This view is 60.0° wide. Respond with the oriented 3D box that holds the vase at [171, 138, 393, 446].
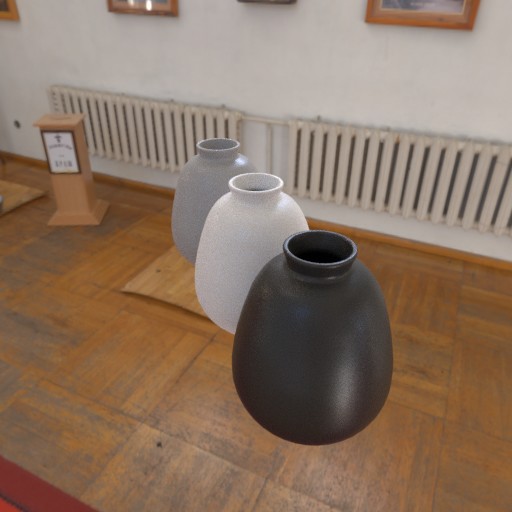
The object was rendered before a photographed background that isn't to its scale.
[{"bbox_3d":[0.000,0.000,0.345,0.097,0.122,0.297,-10,32,-17],"label":"vase"}]
